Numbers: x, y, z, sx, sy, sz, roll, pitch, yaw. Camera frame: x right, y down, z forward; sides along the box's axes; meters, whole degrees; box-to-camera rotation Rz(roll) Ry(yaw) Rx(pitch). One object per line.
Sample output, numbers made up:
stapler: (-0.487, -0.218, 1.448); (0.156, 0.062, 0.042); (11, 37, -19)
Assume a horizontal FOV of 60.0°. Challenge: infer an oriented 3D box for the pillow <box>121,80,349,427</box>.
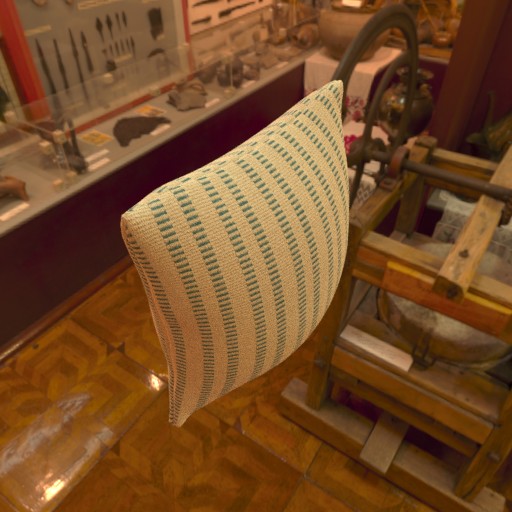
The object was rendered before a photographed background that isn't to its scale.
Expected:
pillow: (0.000, 0.000, 0.689); (0.247, 0.419, 0.438); (26, 48, 26)
